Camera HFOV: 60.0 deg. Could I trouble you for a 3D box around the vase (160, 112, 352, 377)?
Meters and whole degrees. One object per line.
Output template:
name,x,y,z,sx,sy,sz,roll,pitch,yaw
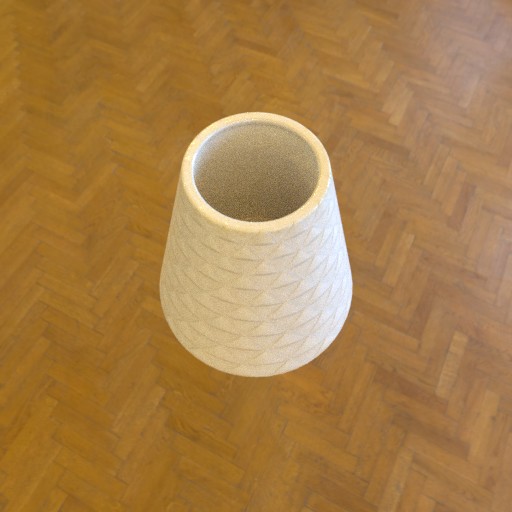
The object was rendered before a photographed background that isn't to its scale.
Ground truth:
vase,0.000,0.000,0.362,0.175,0.230,0.175,0,63,0
